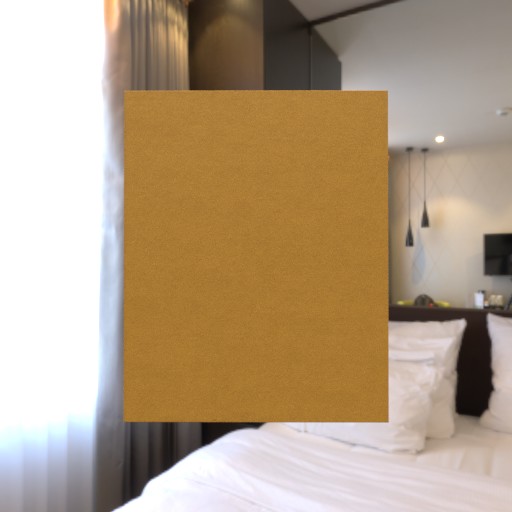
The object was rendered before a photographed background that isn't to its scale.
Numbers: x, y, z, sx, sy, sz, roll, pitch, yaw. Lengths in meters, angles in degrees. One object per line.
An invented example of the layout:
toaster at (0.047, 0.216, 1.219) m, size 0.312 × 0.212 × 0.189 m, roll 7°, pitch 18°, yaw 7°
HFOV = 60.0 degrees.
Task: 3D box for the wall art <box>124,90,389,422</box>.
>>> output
wall art at (0.000, 0.000, 1.353) m, size 0.798 × 1.002 × 0.030 m, roll 0°, pitch 0°, yaw 0°
